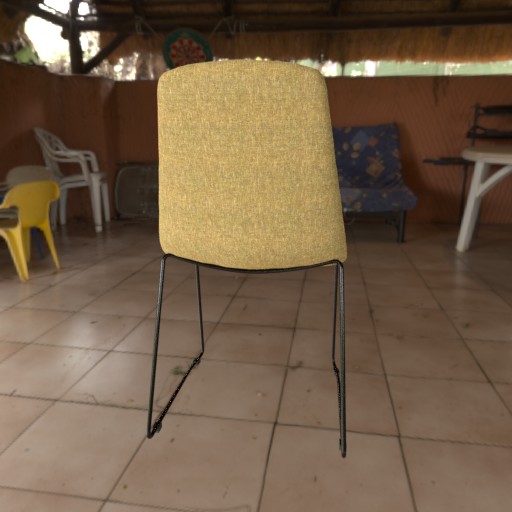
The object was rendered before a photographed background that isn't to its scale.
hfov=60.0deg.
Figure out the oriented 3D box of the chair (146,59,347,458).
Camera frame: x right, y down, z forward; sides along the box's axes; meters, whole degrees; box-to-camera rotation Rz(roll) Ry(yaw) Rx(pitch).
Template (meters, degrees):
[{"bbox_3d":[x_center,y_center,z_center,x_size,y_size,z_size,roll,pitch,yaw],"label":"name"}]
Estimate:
[{"bbox_3d":[0.000,0.000,1.127,0.479,0.849,0.496,2,15,8],"label":"chair"}]
